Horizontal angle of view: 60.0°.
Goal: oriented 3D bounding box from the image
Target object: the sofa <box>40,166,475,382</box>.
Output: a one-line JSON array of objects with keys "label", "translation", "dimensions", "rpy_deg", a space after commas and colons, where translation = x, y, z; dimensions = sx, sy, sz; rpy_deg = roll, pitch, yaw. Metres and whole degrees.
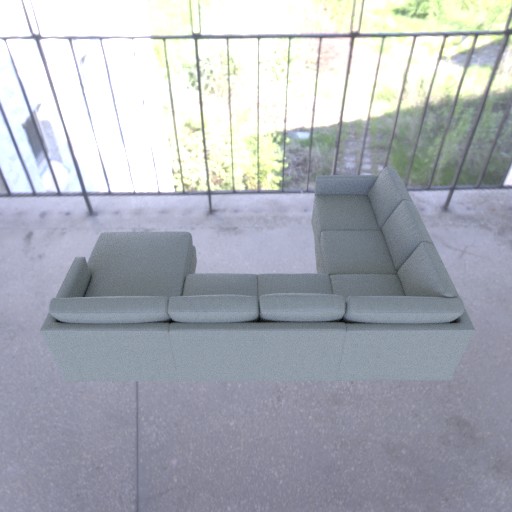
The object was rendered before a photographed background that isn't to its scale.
[{"label": "sofa", "translation": [0.000, 0.000, 4.555], "dimensions": [3.460, 0.882, 2.427], "rpy_deg": [0, 40, 0]}]
